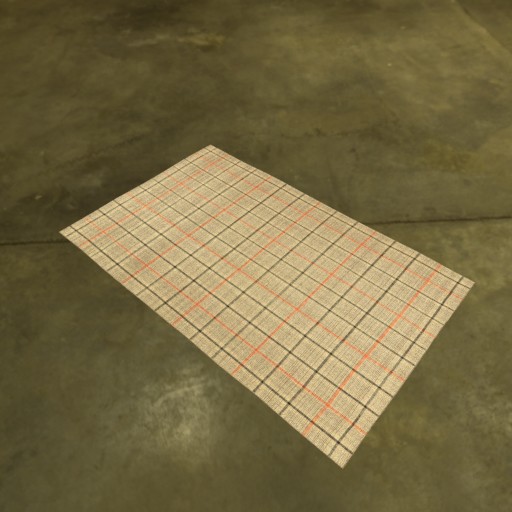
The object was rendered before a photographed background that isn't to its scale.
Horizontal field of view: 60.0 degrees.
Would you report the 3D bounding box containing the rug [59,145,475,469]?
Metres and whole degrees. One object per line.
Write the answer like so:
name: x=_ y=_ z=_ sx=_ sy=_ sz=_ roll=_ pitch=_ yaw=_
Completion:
rug: x=0.000 y=0.000 z=3.028 sx=2.439 sy=0.015 sz=1.524 roll=33 pitch=55 yaw=27
